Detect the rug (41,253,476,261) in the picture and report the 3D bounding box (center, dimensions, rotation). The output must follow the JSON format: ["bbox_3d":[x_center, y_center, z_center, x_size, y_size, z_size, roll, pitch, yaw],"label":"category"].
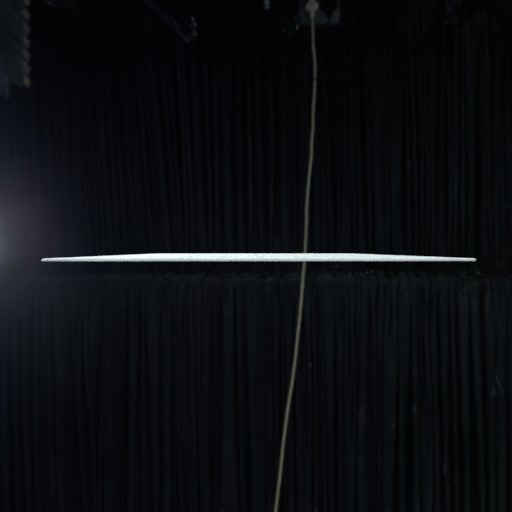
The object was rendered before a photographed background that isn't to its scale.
[{"bbox_3d":[0.000,0.000,3.770,2.288,0.018,2.895,0,1,-1],"label":"rug"}]
